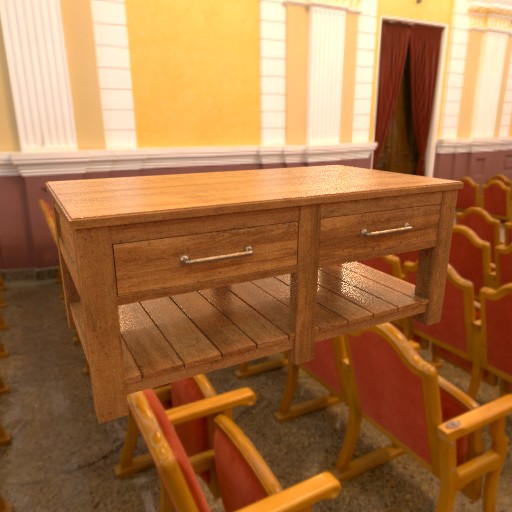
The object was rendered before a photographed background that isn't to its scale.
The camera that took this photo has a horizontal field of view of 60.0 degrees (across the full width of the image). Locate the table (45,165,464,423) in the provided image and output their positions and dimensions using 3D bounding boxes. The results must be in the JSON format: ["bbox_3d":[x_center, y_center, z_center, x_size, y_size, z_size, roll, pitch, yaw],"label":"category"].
[{"bbox_3d":[0.000,0.000,1.445,1.150,0.480,0.635,-9,19,-27],"label":"table"}]
